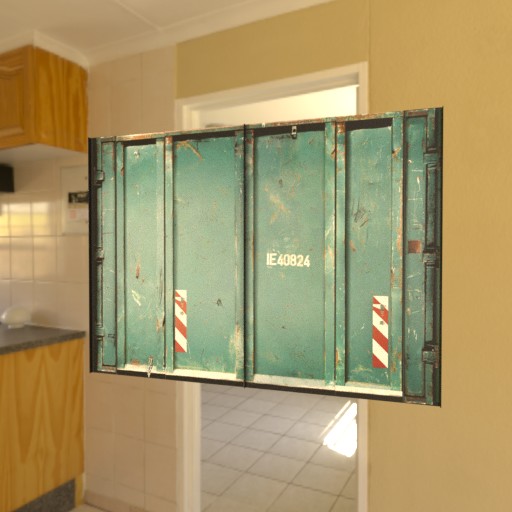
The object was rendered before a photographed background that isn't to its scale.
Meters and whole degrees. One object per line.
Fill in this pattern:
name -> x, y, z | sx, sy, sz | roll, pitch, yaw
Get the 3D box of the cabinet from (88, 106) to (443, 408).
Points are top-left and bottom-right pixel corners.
cabinet -> 0.000, 0.000, 3.936 | 3.001, 2.160, 0.680 | 0, 1, 17
